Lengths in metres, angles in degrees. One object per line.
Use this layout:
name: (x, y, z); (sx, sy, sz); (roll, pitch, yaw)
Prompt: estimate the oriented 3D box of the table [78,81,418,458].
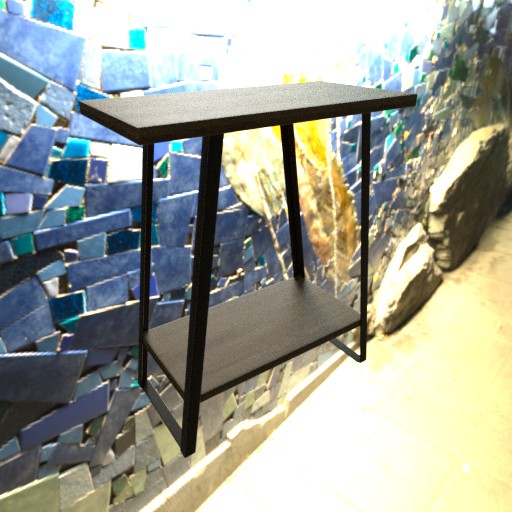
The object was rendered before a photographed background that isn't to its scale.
table: (0.000, 0.000, 1.029); (0.599, 0.701, 0.300); (-18, 32, -30)
